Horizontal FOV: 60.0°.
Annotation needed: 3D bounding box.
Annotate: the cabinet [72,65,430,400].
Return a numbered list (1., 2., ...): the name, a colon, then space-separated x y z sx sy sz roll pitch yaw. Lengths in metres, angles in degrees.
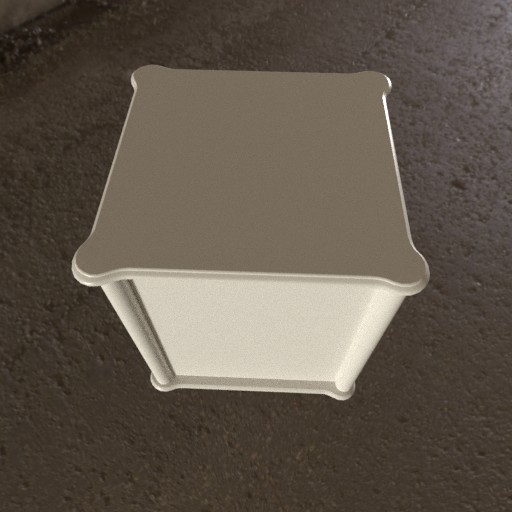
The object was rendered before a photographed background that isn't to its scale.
1. cabinet: 0.000 0.000 1.232 0.627 0.761 0.628 2 57 1
